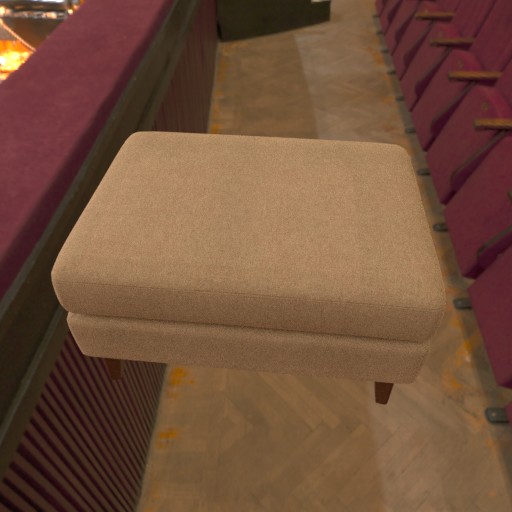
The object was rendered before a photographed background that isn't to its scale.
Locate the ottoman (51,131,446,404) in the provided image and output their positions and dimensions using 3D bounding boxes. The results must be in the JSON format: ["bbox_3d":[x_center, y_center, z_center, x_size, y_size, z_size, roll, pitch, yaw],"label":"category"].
[{"bbox_3d":[0.000,0.000,1.219,0.823,0.478,0.610,4,45,4],"label":"ottoman"}]
